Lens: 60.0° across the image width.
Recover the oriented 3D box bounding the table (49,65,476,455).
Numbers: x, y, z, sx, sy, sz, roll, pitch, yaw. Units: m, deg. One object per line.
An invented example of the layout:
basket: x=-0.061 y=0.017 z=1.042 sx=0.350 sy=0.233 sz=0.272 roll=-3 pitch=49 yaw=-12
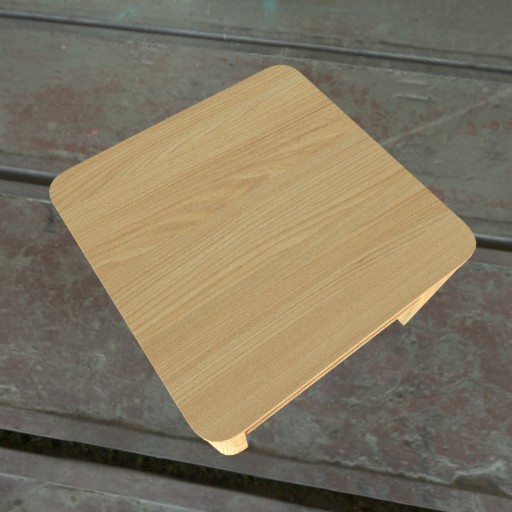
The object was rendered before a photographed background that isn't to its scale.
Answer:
table: x=0.000 y=0.000 z=1.238 sx=0.750 sy=0.450 sz=0.750 roll=-33 pitch=67 yaw=-15
